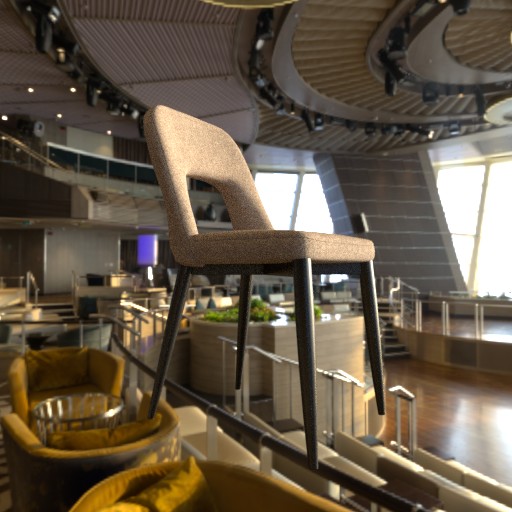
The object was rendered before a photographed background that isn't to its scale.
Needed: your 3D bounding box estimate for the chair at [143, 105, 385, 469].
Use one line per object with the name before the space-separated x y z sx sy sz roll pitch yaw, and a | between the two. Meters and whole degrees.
chair | 0.000 0.000 1.288 0.612 0.931 0.470 -1 -2 35
